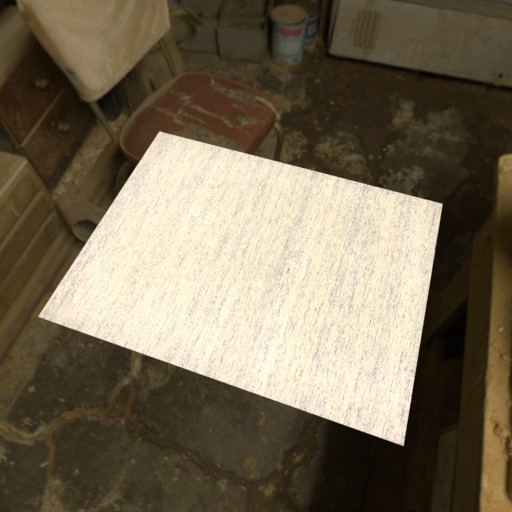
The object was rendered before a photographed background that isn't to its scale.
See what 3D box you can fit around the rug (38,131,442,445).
[{"bbox_3d":[0.000,0.000,4.216,3.197,0.006,2.438,17,60,10],"label":"rug"}]
